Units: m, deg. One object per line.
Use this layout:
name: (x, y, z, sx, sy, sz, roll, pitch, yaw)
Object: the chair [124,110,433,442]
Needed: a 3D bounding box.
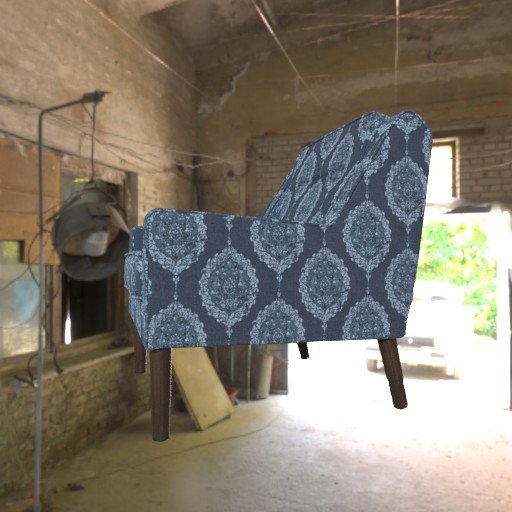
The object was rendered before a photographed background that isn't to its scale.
chair: (0.000, 0.000, 1.326, 0.743, 0.792, 0.663, 0, 0, -19)
